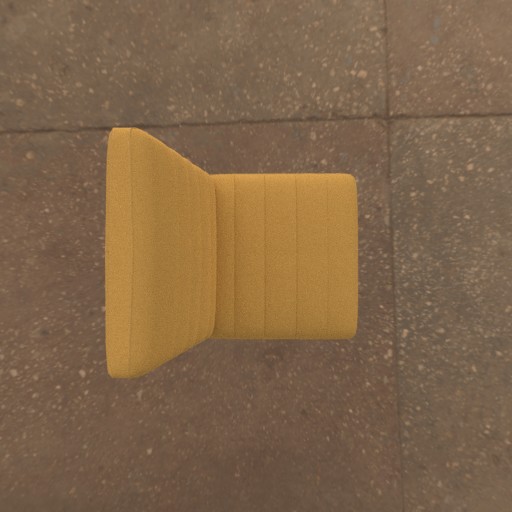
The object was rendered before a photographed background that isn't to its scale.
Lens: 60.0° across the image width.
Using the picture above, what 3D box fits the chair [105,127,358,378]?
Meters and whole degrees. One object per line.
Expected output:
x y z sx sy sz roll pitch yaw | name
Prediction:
0.000 0.000 1.341 0.634 0.930 0.520 0 89 -1 | chair
